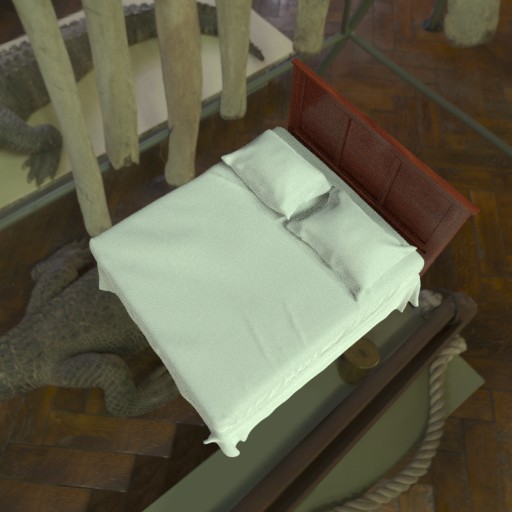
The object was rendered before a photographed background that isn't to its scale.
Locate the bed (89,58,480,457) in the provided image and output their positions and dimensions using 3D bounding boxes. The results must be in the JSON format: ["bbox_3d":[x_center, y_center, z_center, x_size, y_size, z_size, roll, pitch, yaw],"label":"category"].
[{"bbox_3d":[0.000,0.000,3.156,2.050,1.270,1.870,-35,68,-16],"label":"bed"}]
